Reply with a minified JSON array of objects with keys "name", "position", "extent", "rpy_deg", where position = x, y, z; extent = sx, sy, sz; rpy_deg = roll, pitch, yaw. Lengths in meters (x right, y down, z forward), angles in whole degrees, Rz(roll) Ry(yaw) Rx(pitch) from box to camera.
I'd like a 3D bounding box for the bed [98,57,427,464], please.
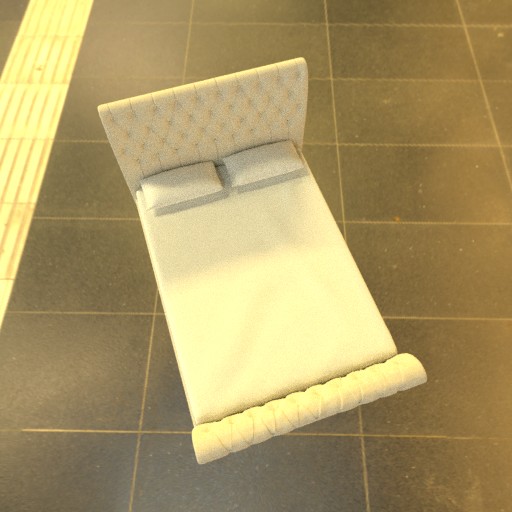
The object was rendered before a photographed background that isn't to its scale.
[{"name":"bed","position":[0.000,0.000,3.358],"extent":[1.606,1.268,2.493],"rpy_deg":[-17,65,-8]}]
